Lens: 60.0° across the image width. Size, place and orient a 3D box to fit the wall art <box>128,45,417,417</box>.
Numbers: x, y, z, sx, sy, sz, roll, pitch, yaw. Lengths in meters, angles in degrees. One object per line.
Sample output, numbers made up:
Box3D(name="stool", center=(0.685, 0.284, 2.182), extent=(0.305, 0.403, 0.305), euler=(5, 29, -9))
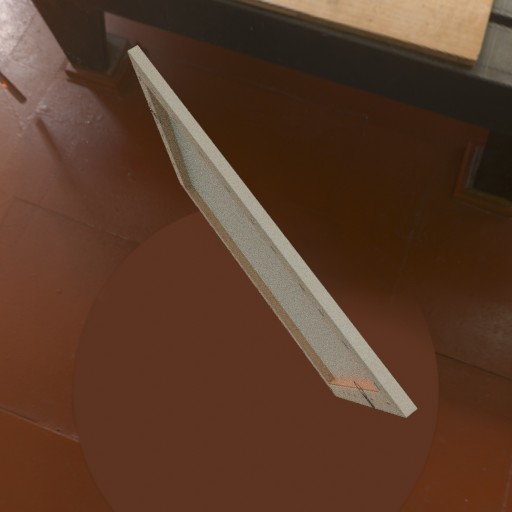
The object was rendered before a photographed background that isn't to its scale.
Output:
Box3D(name="wall art", center=(0.000, 0.000, 1.585), extent=(0.042, 0.912, 1.219), euler=(-35, 78, -8))
